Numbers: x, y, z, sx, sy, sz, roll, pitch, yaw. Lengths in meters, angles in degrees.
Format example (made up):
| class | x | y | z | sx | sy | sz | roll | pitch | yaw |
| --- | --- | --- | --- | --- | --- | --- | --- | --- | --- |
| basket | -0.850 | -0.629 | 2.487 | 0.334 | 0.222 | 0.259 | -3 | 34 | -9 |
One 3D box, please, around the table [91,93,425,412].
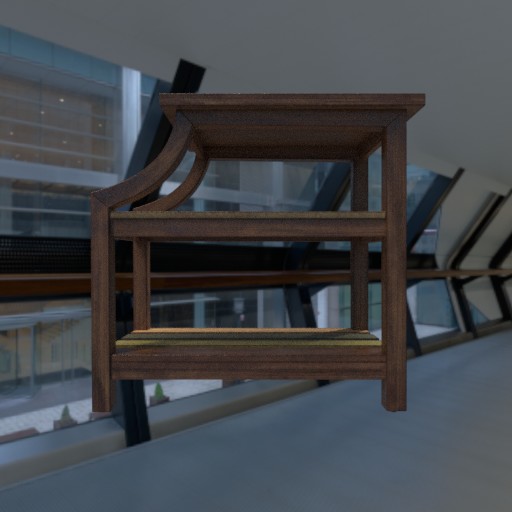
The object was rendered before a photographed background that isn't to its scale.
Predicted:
| class | x | y | z | sx | sy | sz | roll | pitch | yaw |
| --- | --- | --- | --- | --- | --- | --- | --- | --- | --- |
| table | 0.000 | 0.000 | 0.973 | 0.609 | 0.584 | 0.356 | 0 | 0 | 0 |
